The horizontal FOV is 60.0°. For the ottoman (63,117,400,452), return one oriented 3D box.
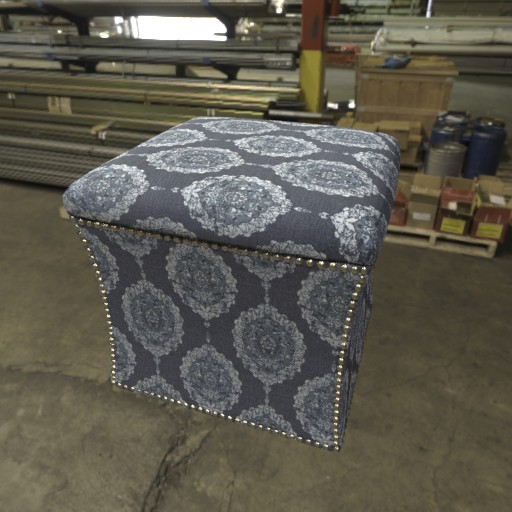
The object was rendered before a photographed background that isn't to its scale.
[{"bbox_3d":[0.000,0.000,0.919,0.507,0.475,0.497,10,32,17],"label":"ottoman"}]
